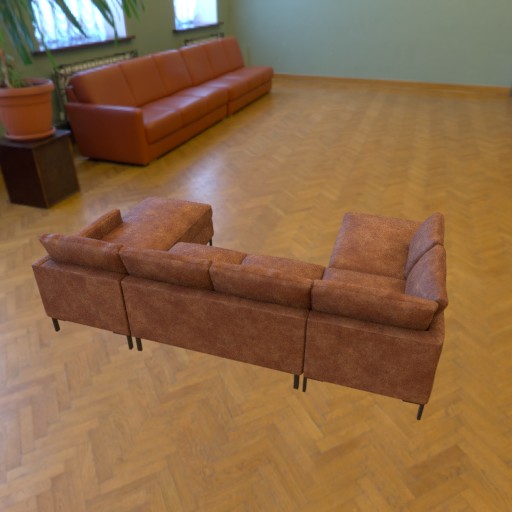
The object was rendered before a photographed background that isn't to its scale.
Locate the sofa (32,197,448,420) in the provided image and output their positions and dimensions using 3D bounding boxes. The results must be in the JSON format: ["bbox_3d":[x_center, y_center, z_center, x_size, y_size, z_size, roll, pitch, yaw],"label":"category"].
[{"bbox_3d":[0.000,0.000,3.824,2.956,0.900,1.939,9,32,15],"label":"sofa"}]
